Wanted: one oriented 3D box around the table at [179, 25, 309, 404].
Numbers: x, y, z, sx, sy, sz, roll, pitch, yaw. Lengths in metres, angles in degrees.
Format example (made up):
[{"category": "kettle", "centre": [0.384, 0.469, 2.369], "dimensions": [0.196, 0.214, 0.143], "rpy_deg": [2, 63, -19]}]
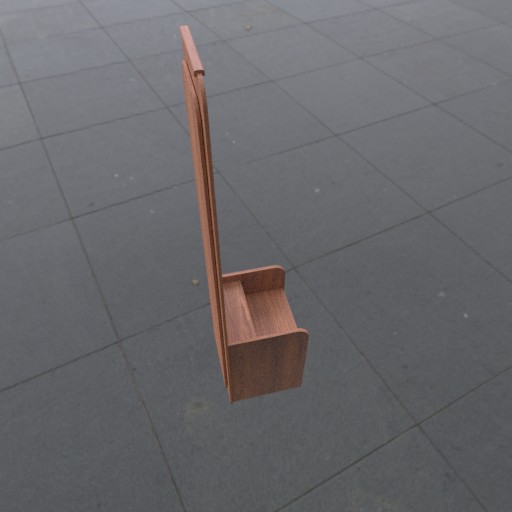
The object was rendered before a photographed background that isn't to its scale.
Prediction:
[{"category": "table", "centre": [0.000, 0.000, 1.950], "dimensions": [0.420, 1.830, 0.450], "rpy_deg": [-10, 48, -9]}]
